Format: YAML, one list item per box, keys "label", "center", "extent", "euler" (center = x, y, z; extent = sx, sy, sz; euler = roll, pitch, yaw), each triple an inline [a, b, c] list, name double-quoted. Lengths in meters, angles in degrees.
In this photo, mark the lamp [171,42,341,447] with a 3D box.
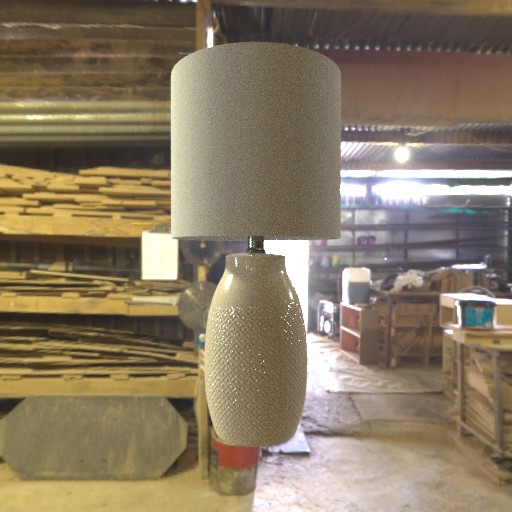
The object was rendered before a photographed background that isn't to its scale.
- label: "lamp"
  center: [0.000, 0.000, 0.576]
  extent: [0.217, 0.453, 0.217]
  euler: [0, 0, 0]
